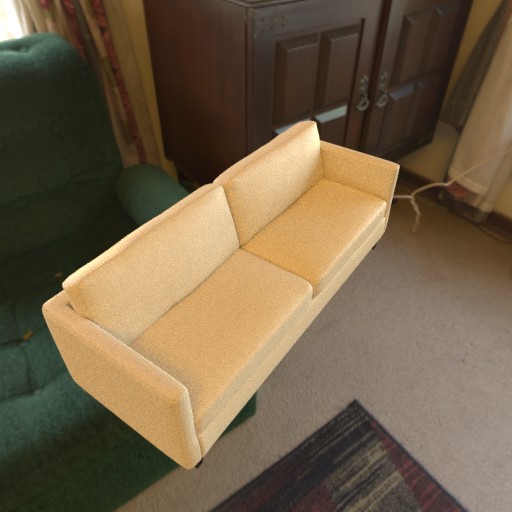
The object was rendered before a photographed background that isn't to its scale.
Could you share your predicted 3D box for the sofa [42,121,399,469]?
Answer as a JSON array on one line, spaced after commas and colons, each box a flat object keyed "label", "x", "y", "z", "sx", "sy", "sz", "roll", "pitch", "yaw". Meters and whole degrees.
[{"label": "sofa", "x": 0.000, "y": 0.000, "z": 2.910, "sx": 0.948, "sy": 0.965, "sz": 2.434, "roll": 25, "pitch": 47, "yaw": 26}]
